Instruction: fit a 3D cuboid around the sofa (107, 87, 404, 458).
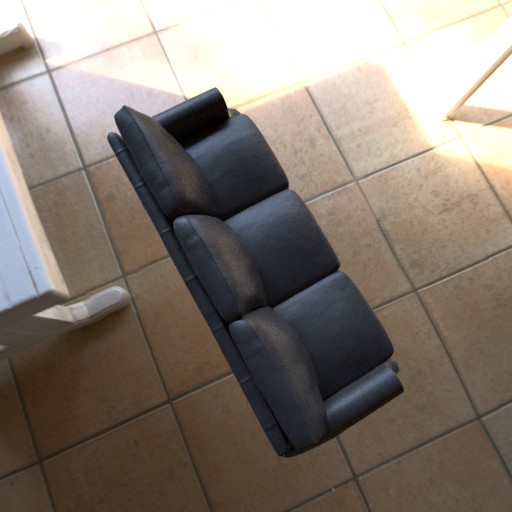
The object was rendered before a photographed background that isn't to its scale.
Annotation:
[{"bbox_3d":[0.000,0.000,2.932,0.974,0.977,2.387,-29,78,-7],"label":"sofa"}]
